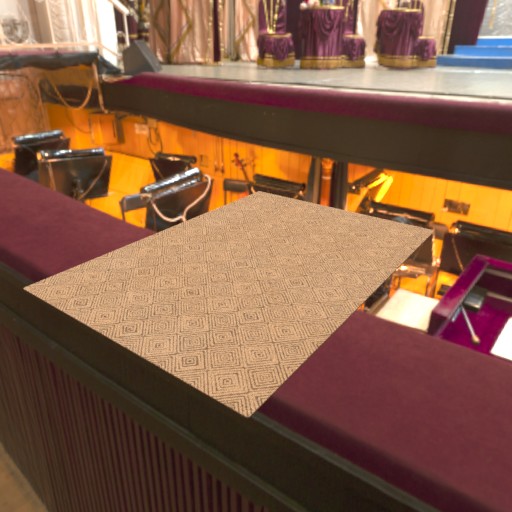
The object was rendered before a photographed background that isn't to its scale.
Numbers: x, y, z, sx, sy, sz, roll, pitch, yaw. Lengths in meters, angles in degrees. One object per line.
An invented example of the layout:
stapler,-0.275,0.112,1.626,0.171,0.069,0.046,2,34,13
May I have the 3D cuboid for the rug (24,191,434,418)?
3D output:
rug,0.000,0.000,2.864,1.593,0.008,2.238,18,31,33
